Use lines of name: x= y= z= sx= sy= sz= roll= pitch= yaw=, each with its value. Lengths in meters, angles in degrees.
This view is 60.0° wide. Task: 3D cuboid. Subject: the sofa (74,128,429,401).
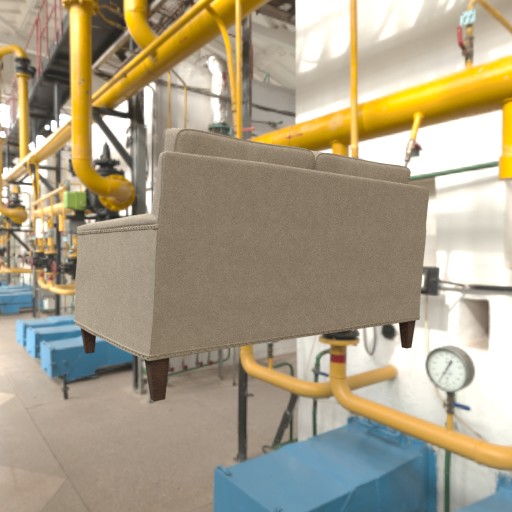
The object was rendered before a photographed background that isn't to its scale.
sofa: x=0.000 y=0.000 z=2.327 sx=1.597 sy=1.002 sz=1.084 roll=-1 pitch=1 yaw=-36
